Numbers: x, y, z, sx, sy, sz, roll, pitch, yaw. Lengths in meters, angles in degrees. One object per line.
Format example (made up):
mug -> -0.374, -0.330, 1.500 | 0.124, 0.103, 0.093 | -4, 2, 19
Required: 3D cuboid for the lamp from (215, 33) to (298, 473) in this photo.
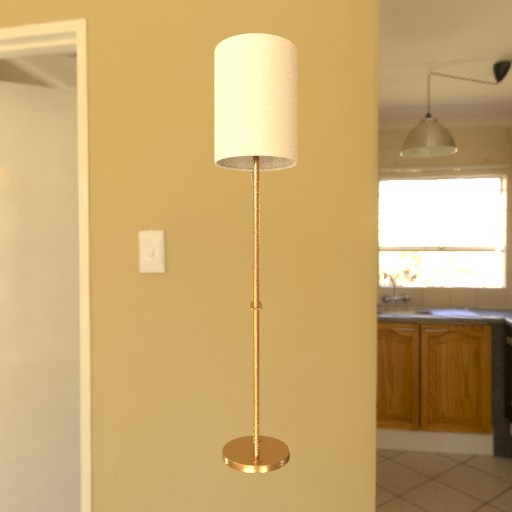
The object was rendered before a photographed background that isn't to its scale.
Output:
lamp -> 0.000, 0.000, 1.649 | 0.305, 1.500, 0.306 | 0, 1, 0
